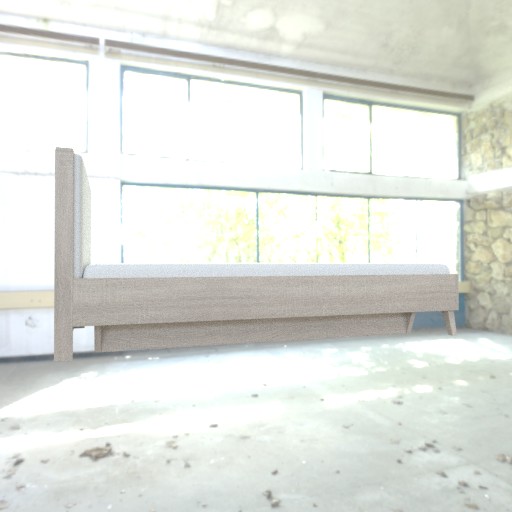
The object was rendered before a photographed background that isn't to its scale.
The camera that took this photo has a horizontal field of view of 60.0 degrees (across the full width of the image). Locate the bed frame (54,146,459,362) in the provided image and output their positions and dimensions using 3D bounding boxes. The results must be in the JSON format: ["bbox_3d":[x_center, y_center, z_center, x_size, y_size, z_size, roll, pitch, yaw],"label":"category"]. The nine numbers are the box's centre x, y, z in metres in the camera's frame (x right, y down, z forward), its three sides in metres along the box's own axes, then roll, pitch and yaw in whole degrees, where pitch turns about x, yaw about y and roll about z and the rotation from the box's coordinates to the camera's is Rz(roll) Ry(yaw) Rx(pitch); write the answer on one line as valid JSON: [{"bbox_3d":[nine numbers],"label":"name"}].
[{"bbox_3d":[0.000,0.000,2.699,2.140,0.920,0.990,0,-1,-18],"label":"bed frame"}]
